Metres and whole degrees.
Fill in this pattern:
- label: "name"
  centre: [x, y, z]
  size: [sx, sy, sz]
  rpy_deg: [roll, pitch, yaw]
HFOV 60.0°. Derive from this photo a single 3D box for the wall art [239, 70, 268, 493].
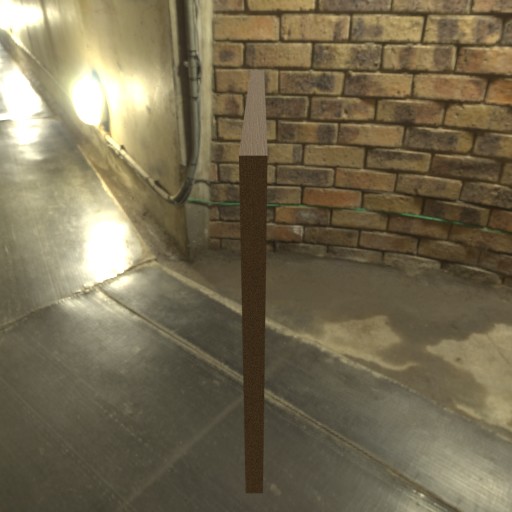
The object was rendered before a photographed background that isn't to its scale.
- label: "wall art"
  centre: [0.000, 0.000, 1.107]
  size: [0.038, 0.758, 0.761]
  rpy_deg: [0, 31, 0]
